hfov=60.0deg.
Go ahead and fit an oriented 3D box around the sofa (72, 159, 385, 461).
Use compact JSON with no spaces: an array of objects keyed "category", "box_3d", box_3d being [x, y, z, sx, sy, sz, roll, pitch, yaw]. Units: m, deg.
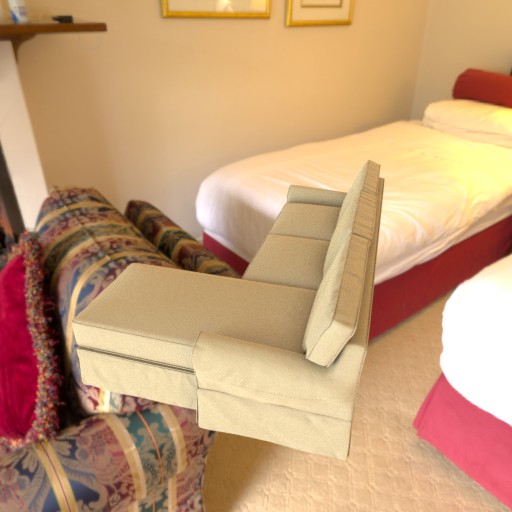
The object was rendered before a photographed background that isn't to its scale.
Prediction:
[{"category":"sofa","box_3d":[0.000,0.000,3.355,1.733,0.978,2.475,8,31,14]}]
